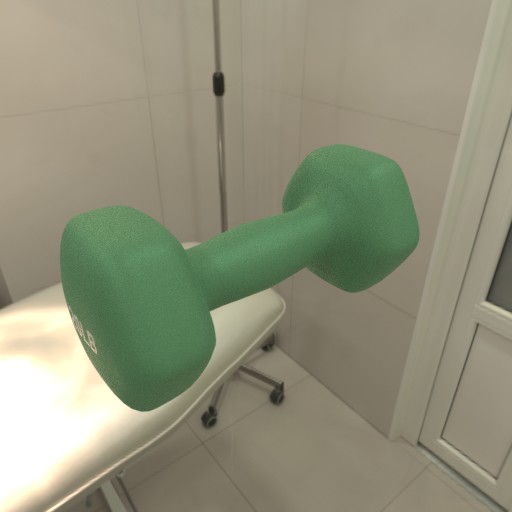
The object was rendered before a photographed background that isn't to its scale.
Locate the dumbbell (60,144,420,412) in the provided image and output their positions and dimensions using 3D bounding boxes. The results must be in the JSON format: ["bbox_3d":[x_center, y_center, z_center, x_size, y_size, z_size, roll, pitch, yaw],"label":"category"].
[{"bbox_3d":[0.000,0.000,0.326,0.260,0.117,0.129,-22,37,-32],"label":"dumbbell"}]
